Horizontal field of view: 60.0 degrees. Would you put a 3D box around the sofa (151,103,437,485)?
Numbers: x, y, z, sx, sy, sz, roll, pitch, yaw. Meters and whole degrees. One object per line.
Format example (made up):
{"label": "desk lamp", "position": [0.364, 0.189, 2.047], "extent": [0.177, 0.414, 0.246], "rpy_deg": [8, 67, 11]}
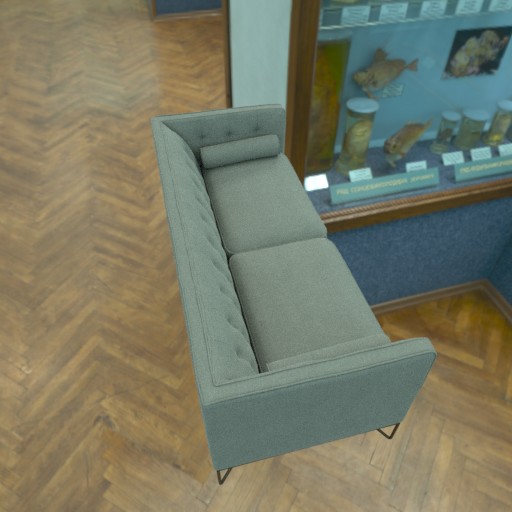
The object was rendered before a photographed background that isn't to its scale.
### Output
{"label": "sofa", "position": [0.000, 0.000, 2.536], "extent": [0.912, 0.798, 2.079], "rpy_deg": [-10, 46, -10]}
